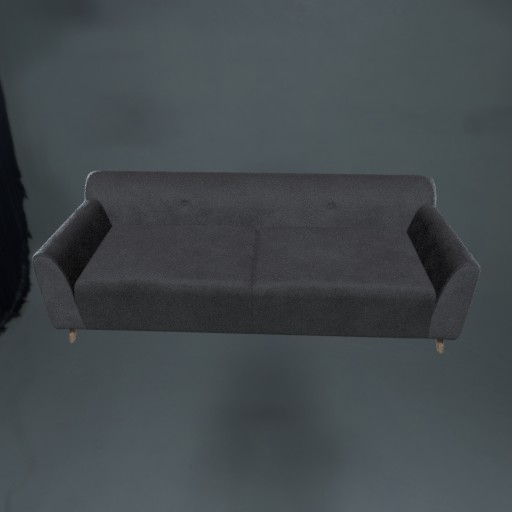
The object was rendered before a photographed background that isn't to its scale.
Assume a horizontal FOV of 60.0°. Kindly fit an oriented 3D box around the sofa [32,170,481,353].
[{"bbox_3d":[0.000,0.000,2.623,2.190,0.740,0.900,1,31,2],"label":"sofa"}]
